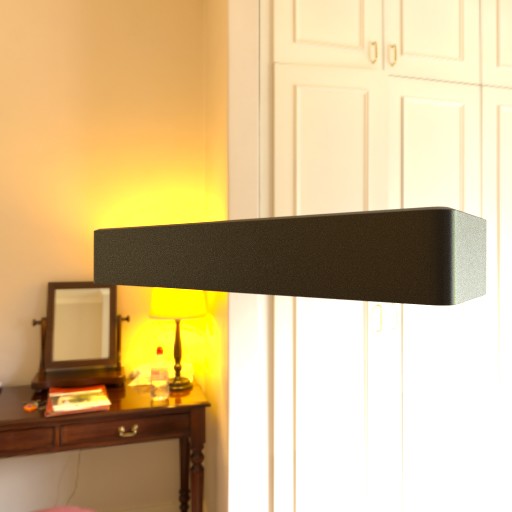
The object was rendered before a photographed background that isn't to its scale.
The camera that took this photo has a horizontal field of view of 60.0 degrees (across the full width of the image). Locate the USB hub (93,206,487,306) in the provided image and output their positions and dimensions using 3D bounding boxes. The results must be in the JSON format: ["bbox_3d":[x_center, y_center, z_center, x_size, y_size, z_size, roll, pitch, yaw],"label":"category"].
[{"bbox_3d":[0.000,0.000,0.161,0.145,0.023,0.044,0,0,38],"label":"USB hub"}]
